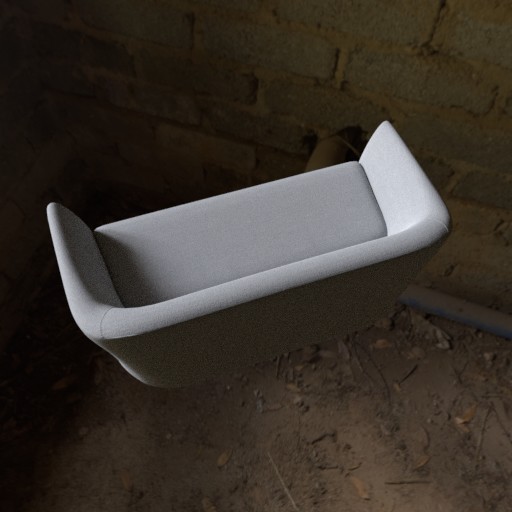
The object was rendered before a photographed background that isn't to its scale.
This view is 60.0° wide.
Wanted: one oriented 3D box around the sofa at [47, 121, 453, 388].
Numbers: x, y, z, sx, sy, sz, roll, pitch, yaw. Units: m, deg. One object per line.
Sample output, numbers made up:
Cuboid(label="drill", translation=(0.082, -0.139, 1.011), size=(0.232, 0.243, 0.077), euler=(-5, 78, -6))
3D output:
Cuboid(label="sofa", translation=(0.000, 0.000, 1.816), size=(1.452, 0.721, 0.705), euler=(-16, 60, -9))
